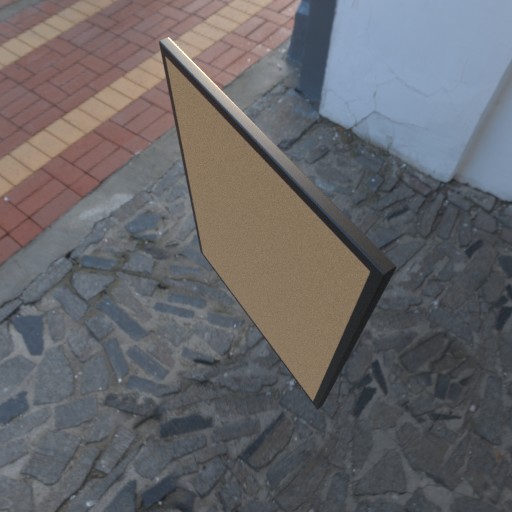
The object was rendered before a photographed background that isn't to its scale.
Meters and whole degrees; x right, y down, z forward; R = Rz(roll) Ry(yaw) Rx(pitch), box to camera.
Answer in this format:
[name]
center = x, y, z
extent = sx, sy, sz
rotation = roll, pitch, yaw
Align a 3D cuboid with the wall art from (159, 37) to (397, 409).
[wall art]
center = 0.000, 0.000, 0.798
extent = 0.018, 0.582, 0.481
rotation = -30, 63, -17
